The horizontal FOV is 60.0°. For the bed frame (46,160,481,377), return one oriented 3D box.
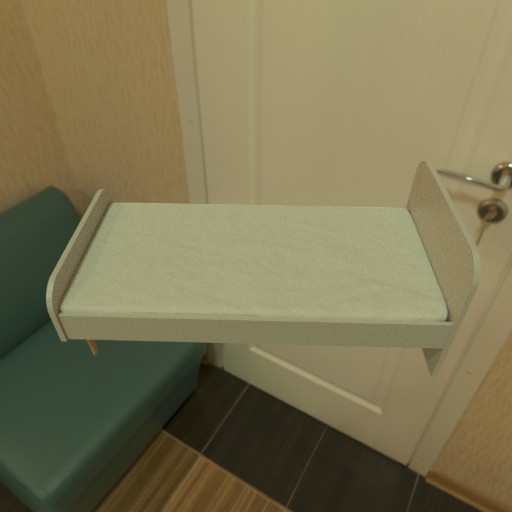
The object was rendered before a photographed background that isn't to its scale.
[{"bbox_3d":[0.000,0.000,2.509,1.963,0.805,0.998,1,41,1],"label":"bed frame"}]
